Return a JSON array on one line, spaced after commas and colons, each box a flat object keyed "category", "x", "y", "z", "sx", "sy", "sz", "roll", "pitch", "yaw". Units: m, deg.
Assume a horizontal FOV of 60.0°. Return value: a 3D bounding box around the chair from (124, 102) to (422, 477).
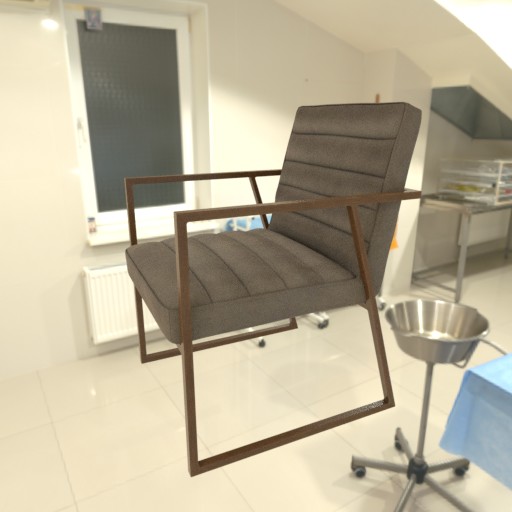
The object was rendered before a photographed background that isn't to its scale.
[{"category": "chair", "x": 0.000, "y": 0.000, "z": 1.286, "sx": 0.682, "sy": 0.843, "sz": 0.578, "roll": -8, "pitch": 19, "yaw": -24}]
